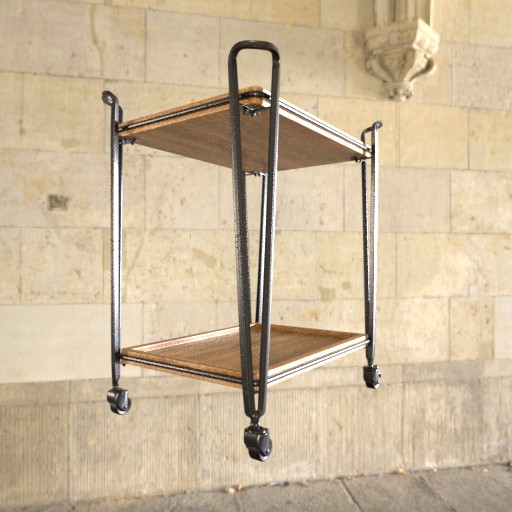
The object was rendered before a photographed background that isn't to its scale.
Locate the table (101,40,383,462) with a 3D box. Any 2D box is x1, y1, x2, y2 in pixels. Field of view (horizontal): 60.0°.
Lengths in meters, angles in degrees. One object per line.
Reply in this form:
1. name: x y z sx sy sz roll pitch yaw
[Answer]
1. table: 0.000 0.000 1.204 0.505 0.785 0.672 0 0 36
